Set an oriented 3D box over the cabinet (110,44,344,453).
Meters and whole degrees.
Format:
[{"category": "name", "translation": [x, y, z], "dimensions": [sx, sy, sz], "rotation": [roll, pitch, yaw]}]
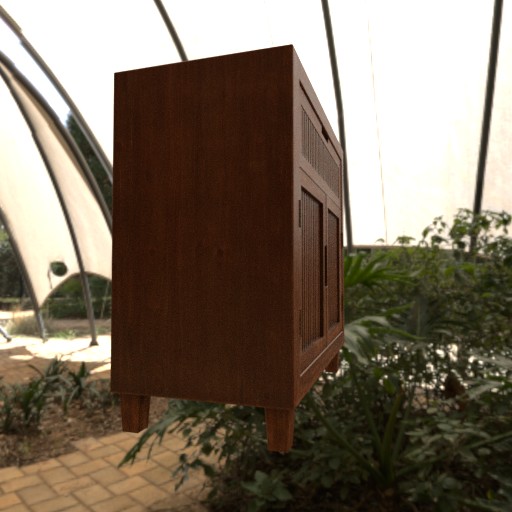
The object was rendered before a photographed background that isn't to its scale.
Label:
[{"category": "cabinet", "translation": [0.000, 0.000, 1.275], "dimensions": [0.412, 0.785, 0.796], "rotation": [-1, -2, 18]}]
